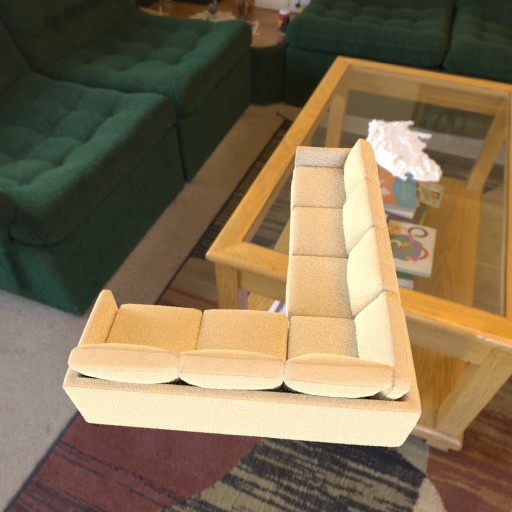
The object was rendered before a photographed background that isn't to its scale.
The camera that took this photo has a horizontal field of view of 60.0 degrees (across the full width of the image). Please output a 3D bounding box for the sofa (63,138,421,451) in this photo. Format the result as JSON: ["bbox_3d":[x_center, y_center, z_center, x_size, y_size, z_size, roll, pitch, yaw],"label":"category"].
[{"bbox_3d":[0.000,0.000,4.396,2.593,0.947,3.302,3,47,3],"label":"sofa"}]
